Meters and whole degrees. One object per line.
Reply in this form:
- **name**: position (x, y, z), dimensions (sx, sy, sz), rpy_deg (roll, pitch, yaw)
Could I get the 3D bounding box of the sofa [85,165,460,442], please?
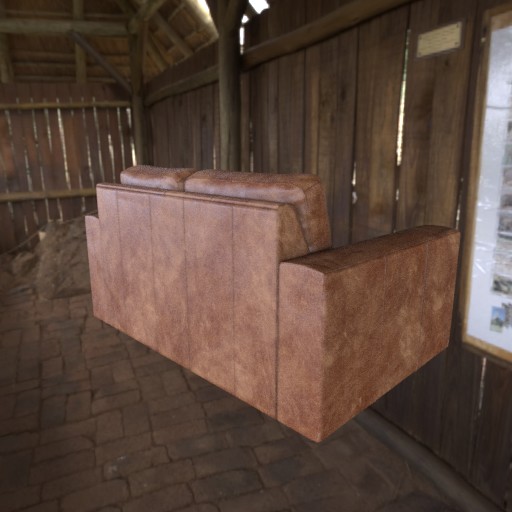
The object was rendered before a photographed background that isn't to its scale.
- **sofa**: position (0.000, 0.000, 2.249), dimensions (1.626, 0.889, 1.041), rpy_deg (13, 19, 43)
